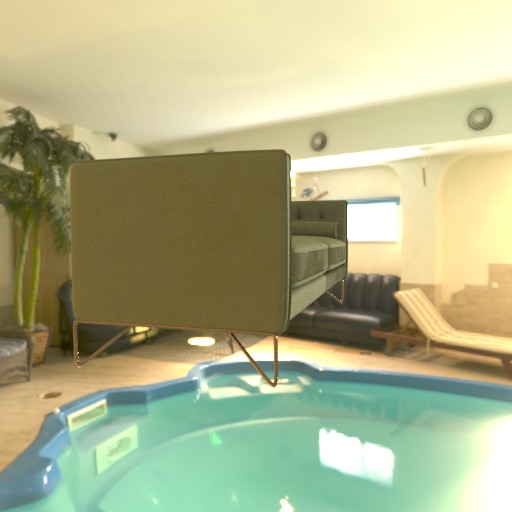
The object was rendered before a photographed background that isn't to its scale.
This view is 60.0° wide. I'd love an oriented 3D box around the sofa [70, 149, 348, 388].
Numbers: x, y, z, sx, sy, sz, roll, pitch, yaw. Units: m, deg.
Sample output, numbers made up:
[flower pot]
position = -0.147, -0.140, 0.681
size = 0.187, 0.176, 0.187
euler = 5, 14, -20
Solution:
[sofa]
position = 0.000, 0.000, 2.535
size = 0.867, 0.789, 2.087
euler = 1, 2, 17
